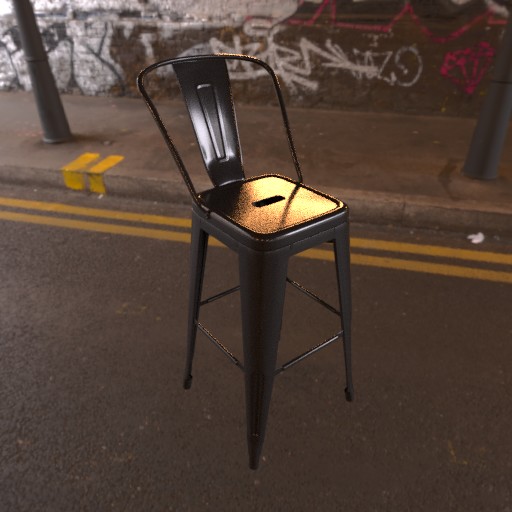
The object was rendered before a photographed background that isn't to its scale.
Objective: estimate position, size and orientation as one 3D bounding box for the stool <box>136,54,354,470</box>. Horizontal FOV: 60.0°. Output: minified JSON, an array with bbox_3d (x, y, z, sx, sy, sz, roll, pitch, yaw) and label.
[{"bbox_3d":[0.000,0.000,1.282,0.432,1.022,0.528,-21,37,-32],"label":"stool"}]
